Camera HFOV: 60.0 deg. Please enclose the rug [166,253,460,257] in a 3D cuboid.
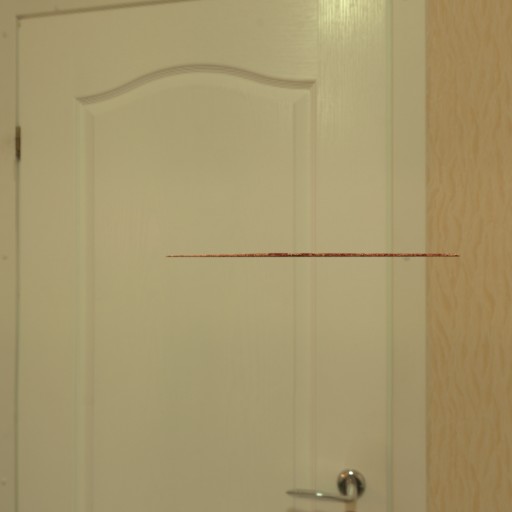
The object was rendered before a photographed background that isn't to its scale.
[{"bbox_3d":[0.000,0.000,2.653,0.750,0.011,2.435,0,0,-19],"label":"rug"}]
